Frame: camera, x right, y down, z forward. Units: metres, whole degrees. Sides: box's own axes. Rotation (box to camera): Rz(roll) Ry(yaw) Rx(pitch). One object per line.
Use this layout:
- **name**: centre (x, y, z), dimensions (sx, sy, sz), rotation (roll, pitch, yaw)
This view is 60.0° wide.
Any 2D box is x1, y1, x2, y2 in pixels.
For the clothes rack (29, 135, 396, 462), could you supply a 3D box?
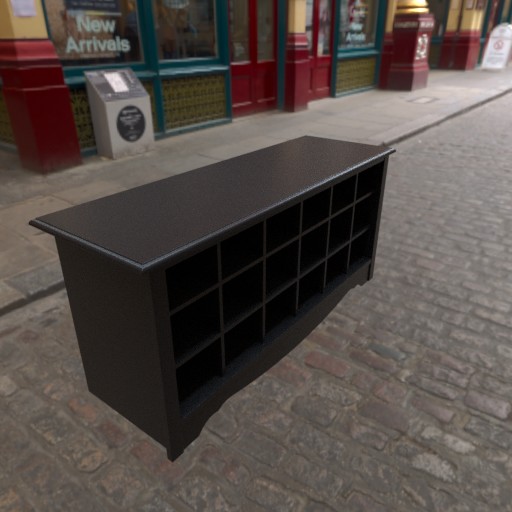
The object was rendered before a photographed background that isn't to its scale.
- **clothes rack**: centre (0.000, 0.000, 1.476), dimensions (0.406, 0.556, 1.219), rotation (19, 32, 33)
